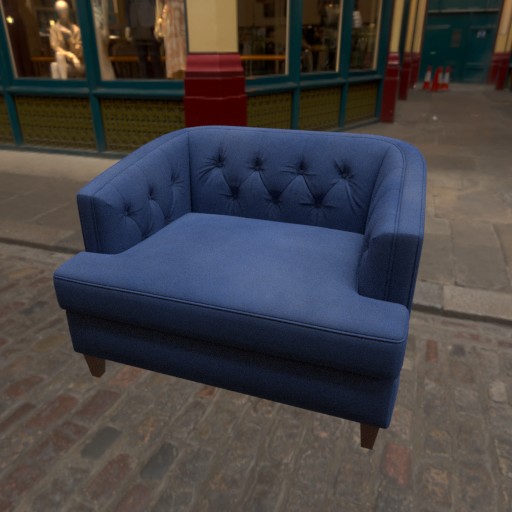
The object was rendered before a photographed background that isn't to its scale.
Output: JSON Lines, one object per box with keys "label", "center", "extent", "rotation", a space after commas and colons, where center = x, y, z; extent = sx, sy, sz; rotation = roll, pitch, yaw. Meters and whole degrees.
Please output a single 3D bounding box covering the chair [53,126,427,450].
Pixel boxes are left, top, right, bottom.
{"label": "chair", "center": [0.000, 0.000, 1.662], "extent": [1.118, 0.787, 0.914], "rotation": [8, 27, 17]}
